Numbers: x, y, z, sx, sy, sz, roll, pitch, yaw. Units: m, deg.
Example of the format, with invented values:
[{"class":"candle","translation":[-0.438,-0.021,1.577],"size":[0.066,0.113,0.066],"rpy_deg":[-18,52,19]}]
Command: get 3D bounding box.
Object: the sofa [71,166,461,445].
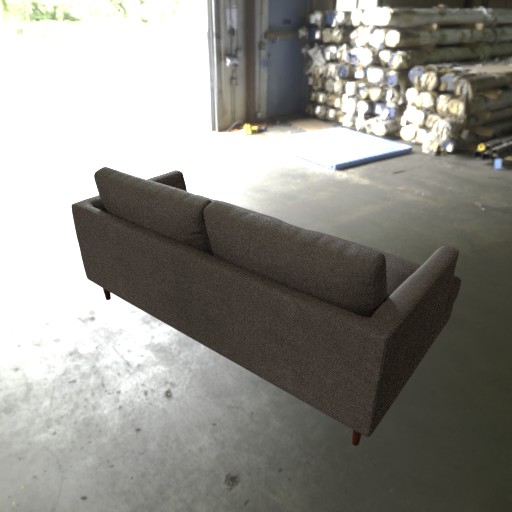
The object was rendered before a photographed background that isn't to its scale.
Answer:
[{"class":"sofa","translation":[0.000,0.000,2.470],"size":[1.948,0.868,1.020],"rpy_deg":[21,35,33]}]
